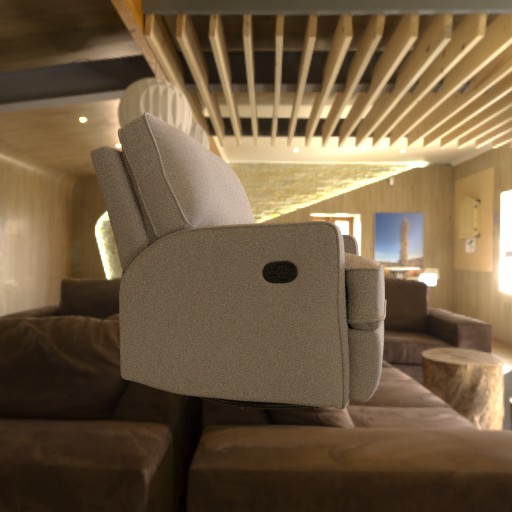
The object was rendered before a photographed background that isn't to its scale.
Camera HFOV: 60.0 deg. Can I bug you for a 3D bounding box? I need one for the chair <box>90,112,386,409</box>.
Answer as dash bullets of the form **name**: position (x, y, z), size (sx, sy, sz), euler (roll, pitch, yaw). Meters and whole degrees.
- **chair**: position (0.000, 0.000, 1.721), size (0.969, 0.964, 0.861), euler (0, -1, 17)
